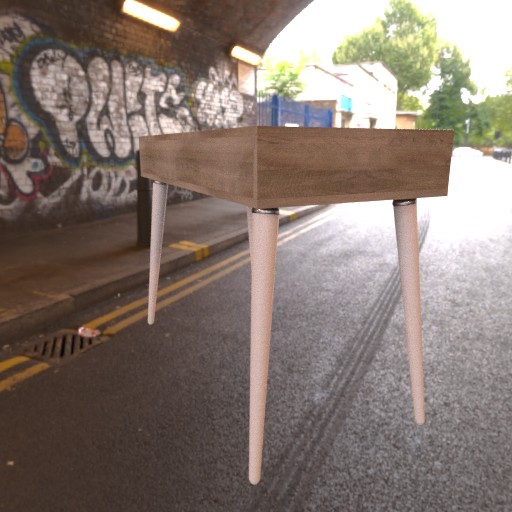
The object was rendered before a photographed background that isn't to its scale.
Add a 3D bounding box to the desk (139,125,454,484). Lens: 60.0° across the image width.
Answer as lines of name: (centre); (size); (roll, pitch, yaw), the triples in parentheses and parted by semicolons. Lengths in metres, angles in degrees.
desk: (0.000, 0.000, 1.363); (0.491, 0.723, 0.979); (-7, 15, -25)
